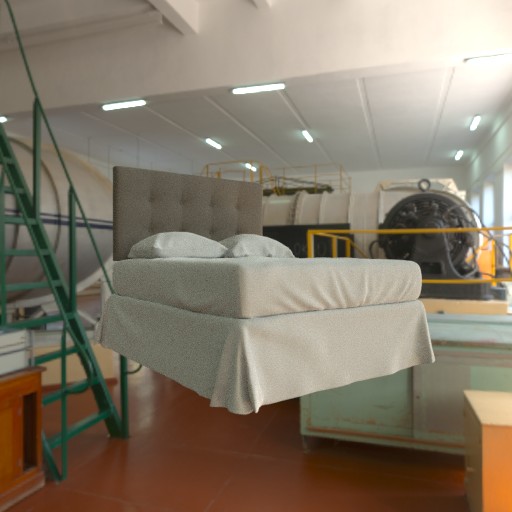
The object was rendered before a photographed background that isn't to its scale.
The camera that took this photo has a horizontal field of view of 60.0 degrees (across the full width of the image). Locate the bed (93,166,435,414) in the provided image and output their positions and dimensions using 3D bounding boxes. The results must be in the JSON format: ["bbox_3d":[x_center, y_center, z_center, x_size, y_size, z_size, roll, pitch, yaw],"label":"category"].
[{"bbox_3d":[0.000,0.000,3.571,1.936,1.577,2.222,0,0,-37],"label":"bed"}]
